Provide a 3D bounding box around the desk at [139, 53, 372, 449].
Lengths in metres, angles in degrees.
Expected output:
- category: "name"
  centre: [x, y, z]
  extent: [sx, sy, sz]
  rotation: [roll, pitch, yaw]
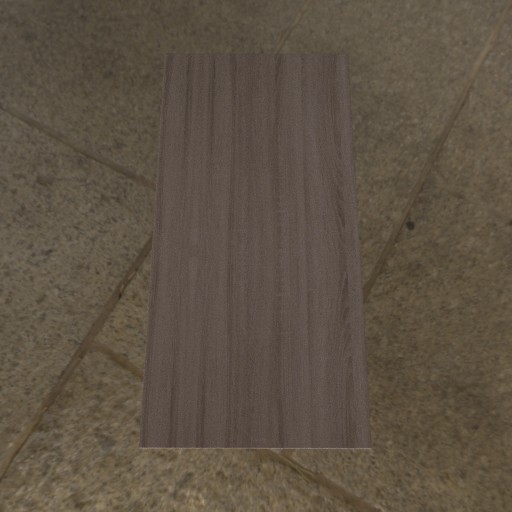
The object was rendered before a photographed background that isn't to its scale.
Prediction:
- category: "desk"
  centre: [0.000, 0.000, 1.850]
  extent: [0.690, 0.745, 1.380]
  rotation: [0, 75, 0]
